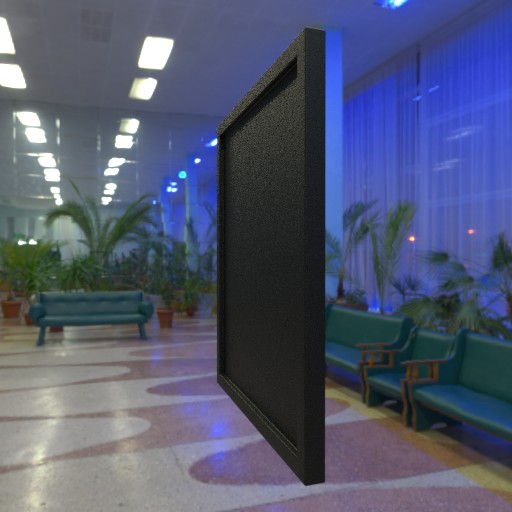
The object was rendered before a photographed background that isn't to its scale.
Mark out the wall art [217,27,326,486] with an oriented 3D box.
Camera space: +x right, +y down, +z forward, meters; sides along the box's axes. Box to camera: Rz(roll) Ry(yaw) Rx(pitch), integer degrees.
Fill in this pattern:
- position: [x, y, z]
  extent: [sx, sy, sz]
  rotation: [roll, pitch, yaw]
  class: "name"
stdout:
- position: [0.000, 0.000, 0.759]
  extent: [0.028, 0.559, 0.457]
  rotation: [0, 0, -19]
  class: "wall art"
